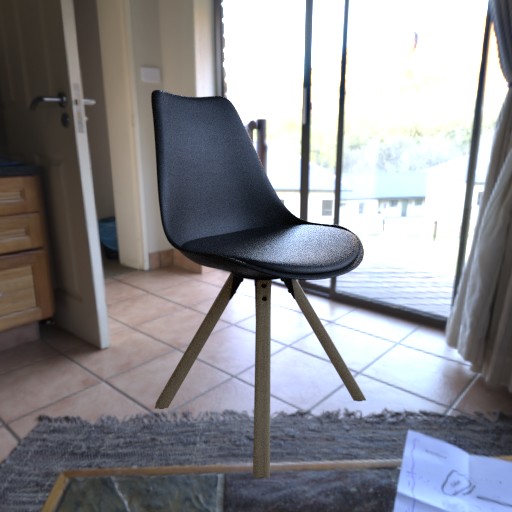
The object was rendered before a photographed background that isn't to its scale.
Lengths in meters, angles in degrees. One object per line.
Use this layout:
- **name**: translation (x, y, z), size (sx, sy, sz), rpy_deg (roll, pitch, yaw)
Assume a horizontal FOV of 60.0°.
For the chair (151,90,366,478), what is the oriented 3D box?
- **chair**: translation (0.000, 0.000, 1.175), size (0.549, 0.850, 0.485), rpy_deg (13, 19, 42)
